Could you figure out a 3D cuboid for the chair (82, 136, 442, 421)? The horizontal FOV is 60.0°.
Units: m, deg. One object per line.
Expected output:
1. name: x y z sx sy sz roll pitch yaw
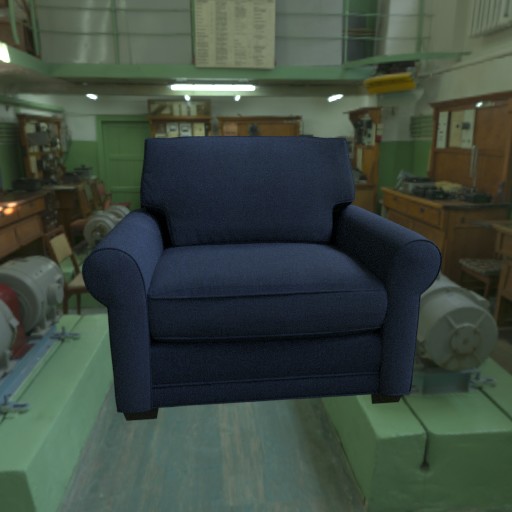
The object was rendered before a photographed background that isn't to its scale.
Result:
1. chair: 0.000 0.000 1.992 1.285 1.044 0.963 -2 15 -6
